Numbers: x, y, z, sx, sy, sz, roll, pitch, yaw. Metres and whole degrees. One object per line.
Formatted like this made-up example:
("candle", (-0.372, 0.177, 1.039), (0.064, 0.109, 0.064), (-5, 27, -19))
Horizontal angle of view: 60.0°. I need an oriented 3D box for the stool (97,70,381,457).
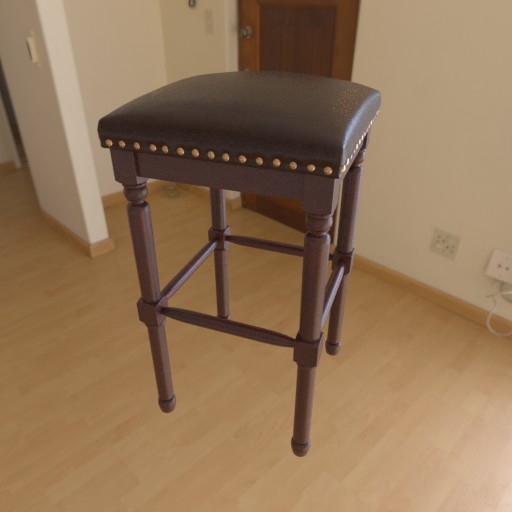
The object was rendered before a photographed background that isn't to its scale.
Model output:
("stool", (0.000, 0.000, 0.918), (0.382, 0.702, 0.383), (11, 33, 18))
